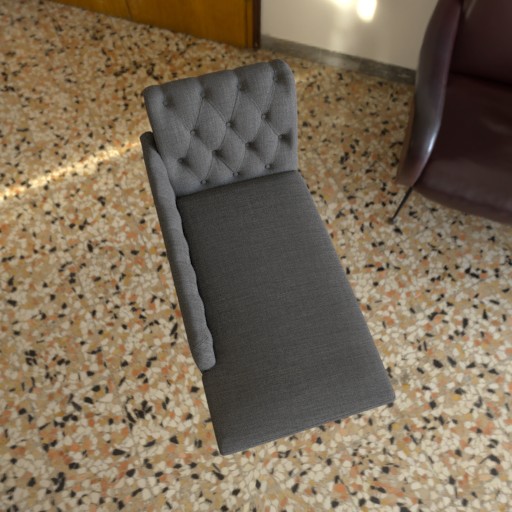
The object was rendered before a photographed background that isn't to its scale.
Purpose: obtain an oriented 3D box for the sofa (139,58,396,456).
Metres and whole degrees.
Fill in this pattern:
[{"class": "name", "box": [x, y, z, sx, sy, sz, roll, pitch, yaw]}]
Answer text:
[{"class": "sofa", "box": [0.000, 0.000, 1.825, 0.675, 0.787, 1.379, -15, 66, -7]}]
